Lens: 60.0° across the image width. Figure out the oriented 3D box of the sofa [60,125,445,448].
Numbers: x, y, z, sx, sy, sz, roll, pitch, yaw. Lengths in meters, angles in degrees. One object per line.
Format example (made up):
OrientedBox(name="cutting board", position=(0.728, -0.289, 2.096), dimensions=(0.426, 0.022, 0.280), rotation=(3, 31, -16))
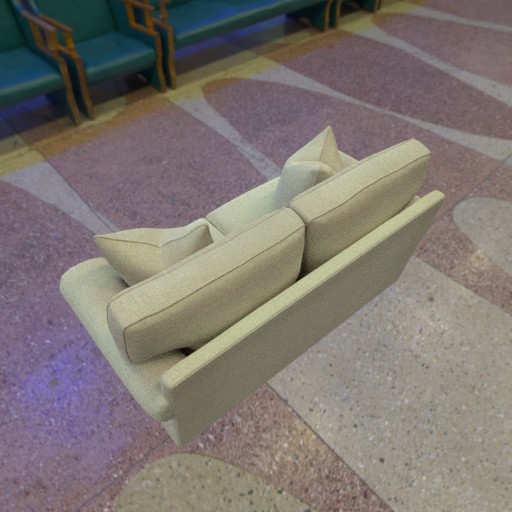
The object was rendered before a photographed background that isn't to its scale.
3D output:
OrientedBox(name="sofa", position=(0.000, 0.000, 2.212), dimensions=(1.701, 0.966, 0.966), rotation=(-31, 54, -26))
